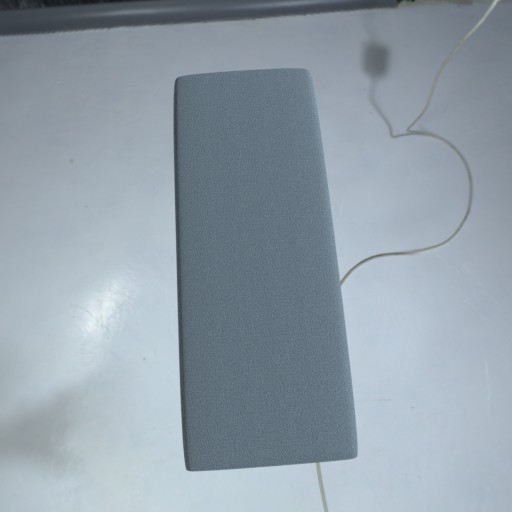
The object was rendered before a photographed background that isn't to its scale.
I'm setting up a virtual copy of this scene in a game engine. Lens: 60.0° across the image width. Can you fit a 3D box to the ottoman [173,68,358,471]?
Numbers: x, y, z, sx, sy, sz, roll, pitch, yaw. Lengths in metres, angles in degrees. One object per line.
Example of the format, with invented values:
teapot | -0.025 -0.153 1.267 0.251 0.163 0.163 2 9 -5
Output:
ottoman | 0.000 0.000 1.903 0.646 0.393 1.609 -4 75 -1
